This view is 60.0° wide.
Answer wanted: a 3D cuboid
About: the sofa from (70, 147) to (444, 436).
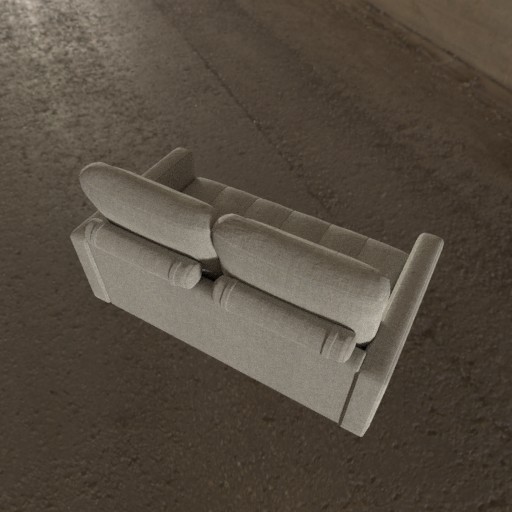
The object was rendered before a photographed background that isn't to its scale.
[{"bbox_3d":[0.000,0.000,1.964,1.407,0.907,0.842,23,51,20],"label":"sofa"}]
